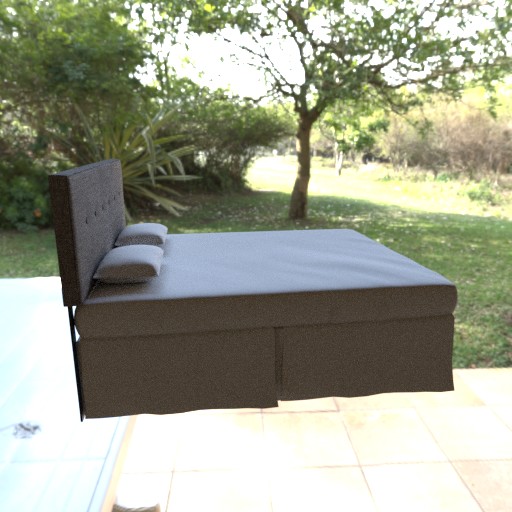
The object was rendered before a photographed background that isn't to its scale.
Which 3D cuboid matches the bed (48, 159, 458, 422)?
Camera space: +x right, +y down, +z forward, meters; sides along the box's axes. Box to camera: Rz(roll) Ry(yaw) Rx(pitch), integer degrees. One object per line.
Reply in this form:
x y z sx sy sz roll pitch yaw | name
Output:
0.000 0.000 2.846 1.958 1.168 1.621 -2 15 -9 | bed
